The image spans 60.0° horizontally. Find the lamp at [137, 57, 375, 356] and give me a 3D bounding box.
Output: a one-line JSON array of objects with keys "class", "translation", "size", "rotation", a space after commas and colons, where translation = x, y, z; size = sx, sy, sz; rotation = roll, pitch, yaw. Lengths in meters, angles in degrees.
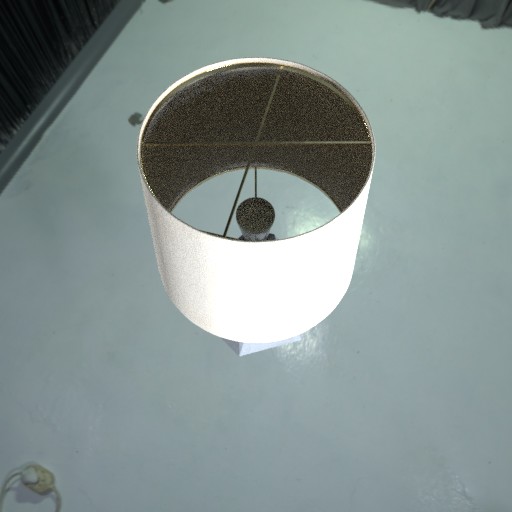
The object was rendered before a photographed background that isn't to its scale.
[{"class": "lamp", "translation": [0.000, 0.000, 0.650], "size": [0.276, 0.501, 0.276], "rotation": [0, 63, 0]}]
